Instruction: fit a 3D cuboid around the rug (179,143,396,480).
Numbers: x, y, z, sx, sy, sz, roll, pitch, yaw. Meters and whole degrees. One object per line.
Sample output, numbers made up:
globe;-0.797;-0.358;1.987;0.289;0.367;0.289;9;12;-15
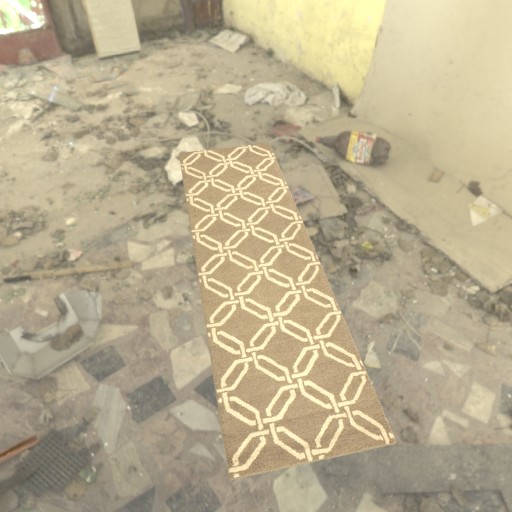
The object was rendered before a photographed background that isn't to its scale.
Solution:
rug;0.000;0.000;2.500;0.678;0.014;2.276;-8;46;-8
